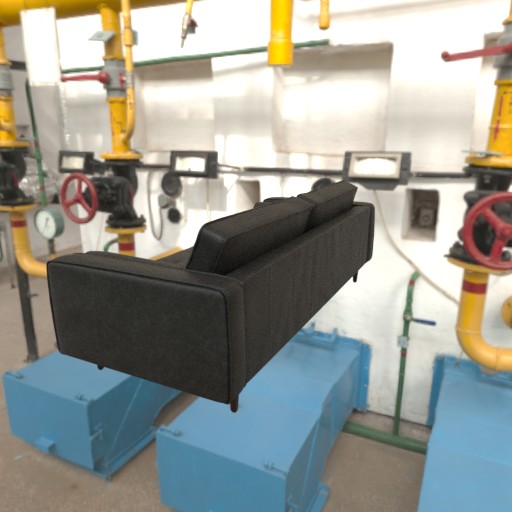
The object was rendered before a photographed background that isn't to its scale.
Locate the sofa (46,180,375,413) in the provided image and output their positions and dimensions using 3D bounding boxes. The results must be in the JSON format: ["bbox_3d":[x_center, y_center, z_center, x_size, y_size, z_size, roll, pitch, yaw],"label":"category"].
[{"bbox_3d":[0.000,0.000,2.632,0.914,0.762,2.210,8,17,26],"label":"sofa"}]
